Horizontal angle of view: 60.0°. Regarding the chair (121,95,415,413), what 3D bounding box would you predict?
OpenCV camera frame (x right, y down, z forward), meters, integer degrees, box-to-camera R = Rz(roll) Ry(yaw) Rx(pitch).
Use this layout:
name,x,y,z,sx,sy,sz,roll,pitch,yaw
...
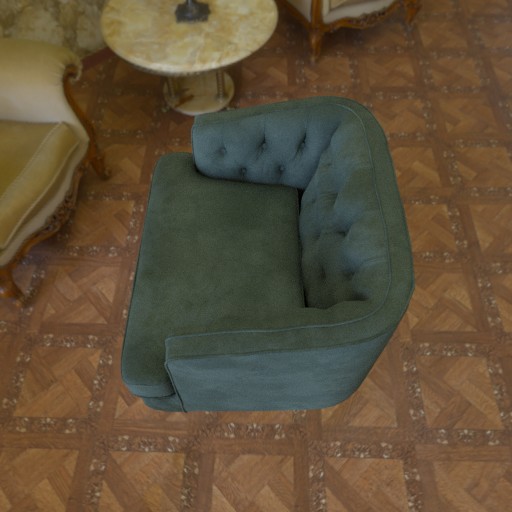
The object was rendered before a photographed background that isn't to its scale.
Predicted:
name,x,y,z,sx,sy,sz,roll,pitch,yaw
chair,0.000,0.000,1.787,0.941,0.852,1.104,0,57,0
